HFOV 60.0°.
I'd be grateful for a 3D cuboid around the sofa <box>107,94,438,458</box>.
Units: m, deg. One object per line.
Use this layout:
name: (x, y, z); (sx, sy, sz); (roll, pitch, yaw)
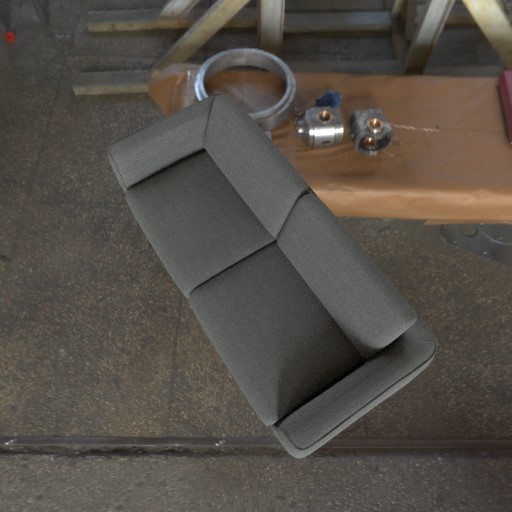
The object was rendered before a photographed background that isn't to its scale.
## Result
sofa: (0.000, 0.000, 2.510); (0.920, 0.850, 2.000); (-30, 68, -14)
